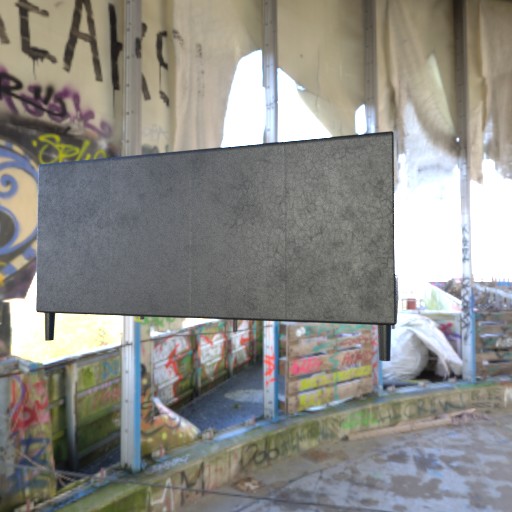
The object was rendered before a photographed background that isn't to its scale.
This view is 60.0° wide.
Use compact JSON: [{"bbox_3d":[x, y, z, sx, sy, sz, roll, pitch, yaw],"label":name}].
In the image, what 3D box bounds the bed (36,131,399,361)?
[{"bbox_3d":[0.000,0.000,3.318,2.018,1.046,2.152,-1,-2,18],"label":"bed"}]
